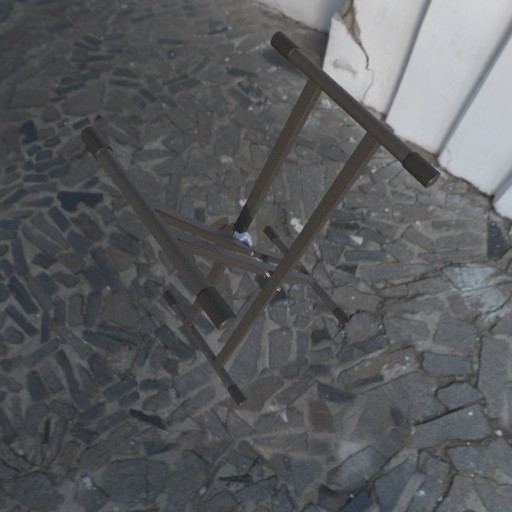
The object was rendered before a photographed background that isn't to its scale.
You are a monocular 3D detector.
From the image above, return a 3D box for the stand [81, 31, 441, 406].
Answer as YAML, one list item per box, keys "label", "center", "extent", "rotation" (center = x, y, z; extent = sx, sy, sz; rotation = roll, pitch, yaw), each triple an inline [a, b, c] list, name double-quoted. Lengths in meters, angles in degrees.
- label: "stand"
  center: [0.000, 0.000, 1.237]
  extent: [0.503, 0.900, 0.495]
  rotation: [-33, 68, -15]
